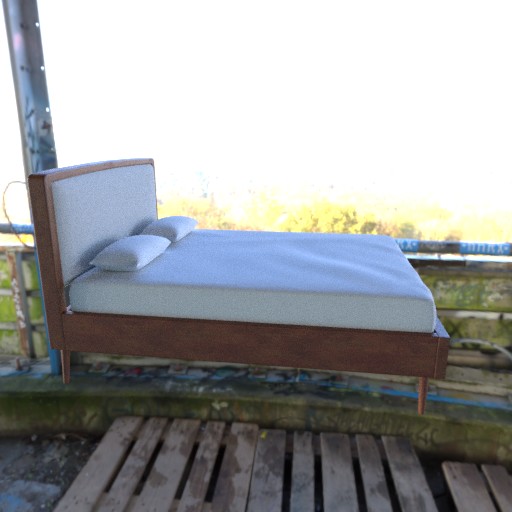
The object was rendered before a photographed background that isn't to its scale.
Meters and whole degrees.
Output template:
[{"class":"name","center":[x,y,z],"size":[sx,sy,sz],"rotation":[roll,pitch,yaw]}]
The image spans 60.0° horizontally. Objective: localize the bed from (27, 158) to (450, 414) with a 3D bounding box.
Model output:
[{"class":"bed","center":[0.000,0.000,3.083],"size":[2.196,1.275,1.587],"rotation":[2,16,8]}]
